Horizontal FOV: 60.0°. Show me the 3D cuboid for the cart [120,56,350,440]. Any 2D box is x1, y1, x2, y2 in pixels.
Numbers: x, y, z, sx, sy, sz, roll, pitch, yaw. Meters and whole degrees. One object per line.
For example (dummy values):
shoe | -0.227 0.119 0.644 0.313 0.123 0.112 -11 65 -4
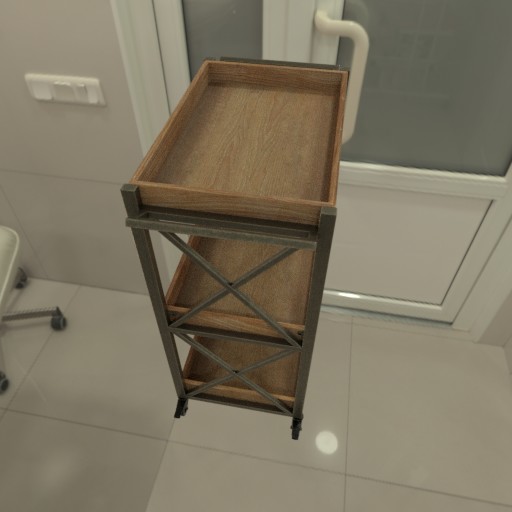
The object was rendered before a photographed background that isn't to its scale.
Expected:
cart | 0.000 0.000 1.225 0.377 0.835 0.673 8 47 7
